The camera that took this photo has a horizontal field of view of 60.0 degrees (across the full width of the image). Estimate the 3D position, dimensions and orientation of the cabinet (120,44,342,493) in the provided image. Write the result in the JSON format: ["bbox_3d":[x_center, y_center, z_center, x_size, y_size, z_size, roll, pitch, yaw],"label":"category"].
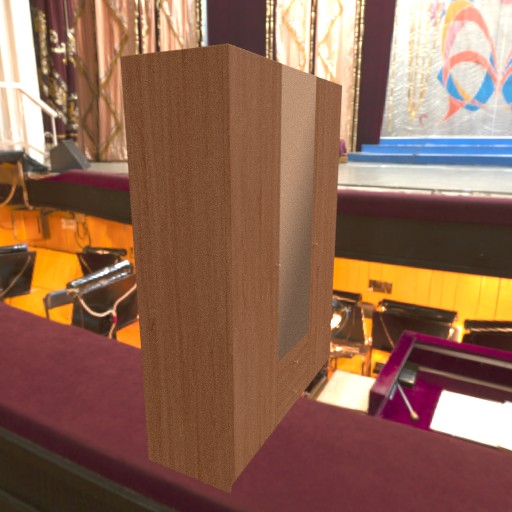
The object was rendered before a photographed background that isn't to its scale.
[{"bbox_3d":[0.000,0.000,2.760,0.590,2.120,1.500,7,16,27],"label":"cabinet"}]
